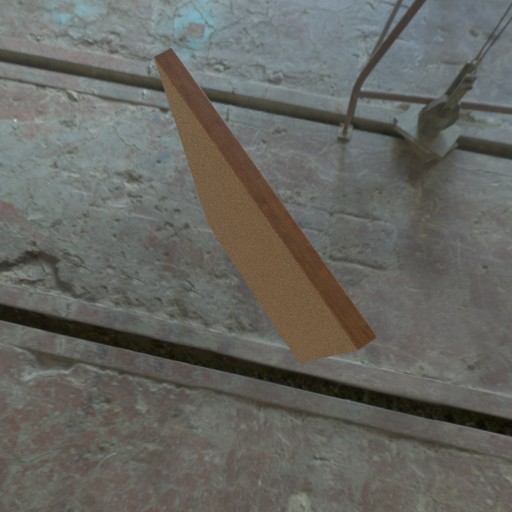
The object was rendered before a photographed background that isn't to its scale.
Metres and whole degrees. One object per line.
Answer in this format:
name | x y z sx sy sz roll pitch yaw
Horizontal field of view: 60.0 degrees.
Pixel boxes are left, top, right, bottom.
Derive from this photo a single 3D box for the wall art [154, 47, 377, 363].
wall art | 0.000 0.000 1.166 0.037 0.914 0.610 -32 78 -8
